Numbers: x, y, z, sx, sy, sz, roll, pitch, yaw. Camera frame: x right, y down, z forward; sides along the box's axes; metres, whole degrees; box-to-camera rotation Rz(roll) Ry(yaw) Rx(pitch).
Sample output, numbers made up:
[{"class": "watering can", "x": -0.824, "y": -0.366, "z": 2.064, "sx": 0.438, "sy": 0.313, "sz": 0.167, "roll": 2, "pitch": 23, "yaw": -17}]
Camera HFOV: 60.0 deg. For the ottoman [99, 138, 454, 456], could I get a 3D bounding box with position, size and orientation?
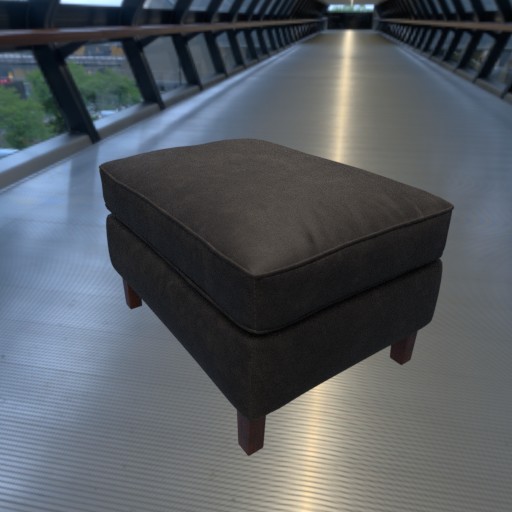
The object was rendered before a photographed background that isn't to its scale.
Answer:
[{"class": "ottoman", "x": 0.000, "y": 0.000, "z": 0.996, "sx": 0.501, "sy": 0.413, "sz": 0.665, "roll": -18, "pitch": 32, "yaw": -31}]
